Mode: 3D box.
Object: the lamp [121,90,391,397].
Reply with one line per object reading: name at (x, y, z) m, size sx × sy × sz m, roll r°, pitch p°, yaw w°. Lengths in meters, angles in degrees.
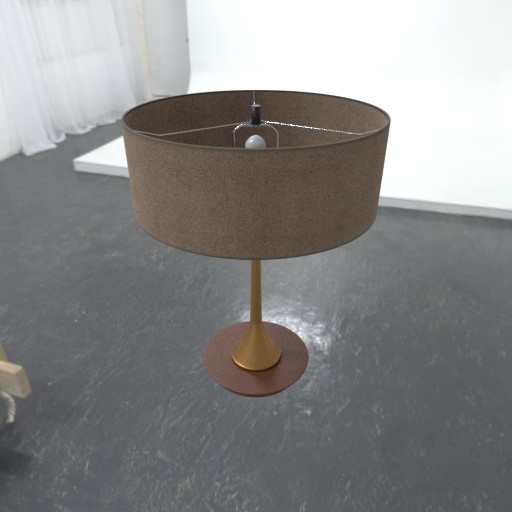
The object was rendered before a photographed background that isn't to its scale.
lamp at (0.000, 0.000, 0.840) m, size 0.417 × 0.551 × 0.396 m, roll -1°, pitch 30°, yaw -2°
